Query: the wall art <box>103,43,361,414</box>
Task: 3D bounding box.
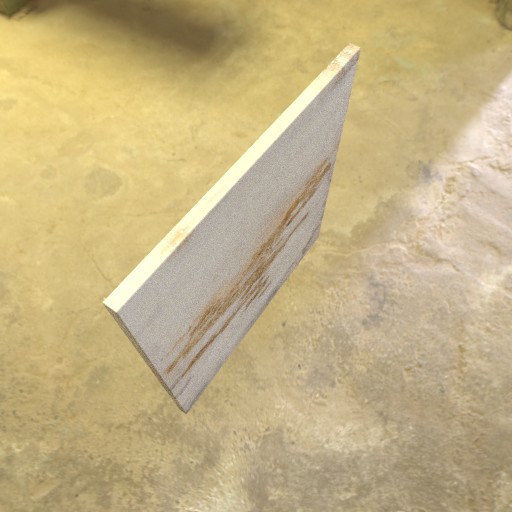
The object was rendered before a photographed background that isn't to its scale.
[{"bbox_3d":[0.000,0.000,1.526,0.040,1.018,1.015,31,64,17],"label":"wall art"}]
